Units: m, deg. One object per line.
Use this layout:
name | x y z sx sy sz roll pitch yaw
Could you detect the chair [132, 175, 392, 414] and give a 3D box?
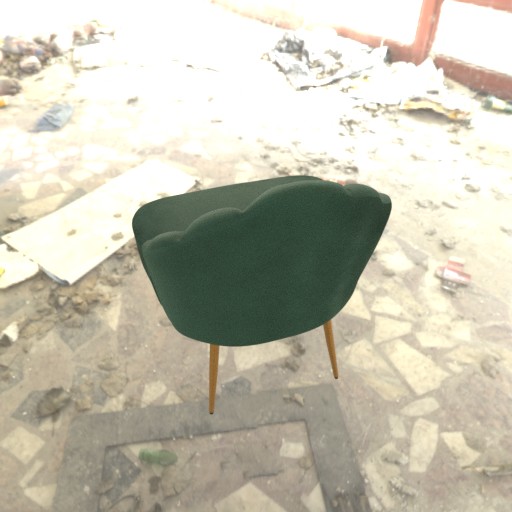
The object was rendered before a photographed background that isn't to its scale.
chair | 0.000 0.000 1.291 0.657 0.819 0.599 -12 43 -13
